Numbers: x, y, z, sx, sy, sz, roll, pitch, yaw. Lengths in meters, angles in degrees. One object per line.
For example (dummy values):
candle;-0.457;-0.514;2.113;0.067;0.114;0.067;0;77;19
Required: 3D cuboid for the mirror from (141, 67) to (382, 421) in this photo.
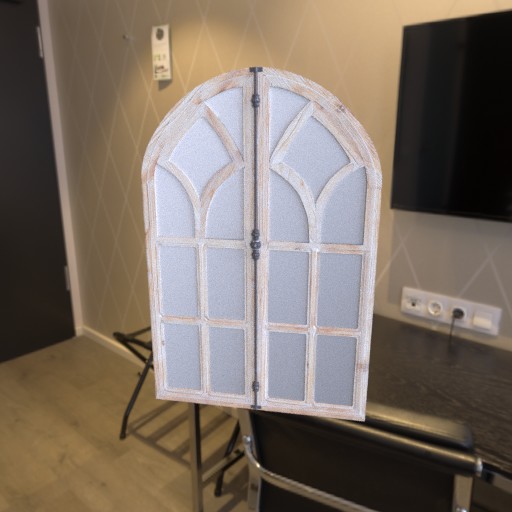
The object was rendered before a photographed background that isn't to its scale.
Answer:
mirror;0.000;0.000;1.154;0.609;0.915;0.032;3;15;10
